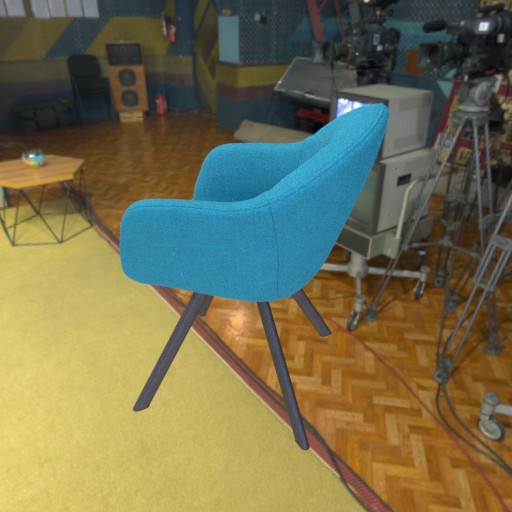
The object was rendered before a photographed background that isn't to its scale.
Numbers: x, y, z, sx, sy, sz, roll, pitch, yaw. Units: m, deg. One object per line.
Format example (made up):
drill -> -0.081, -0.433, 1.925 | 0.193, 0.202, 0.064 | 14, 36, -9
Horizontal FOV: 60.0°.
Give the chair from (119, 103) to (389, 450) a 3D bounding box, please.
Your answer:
chair -> 0.000, 0.000, 1.153 | 0.565, 0.775, 0.545 | 7, 30, 13
